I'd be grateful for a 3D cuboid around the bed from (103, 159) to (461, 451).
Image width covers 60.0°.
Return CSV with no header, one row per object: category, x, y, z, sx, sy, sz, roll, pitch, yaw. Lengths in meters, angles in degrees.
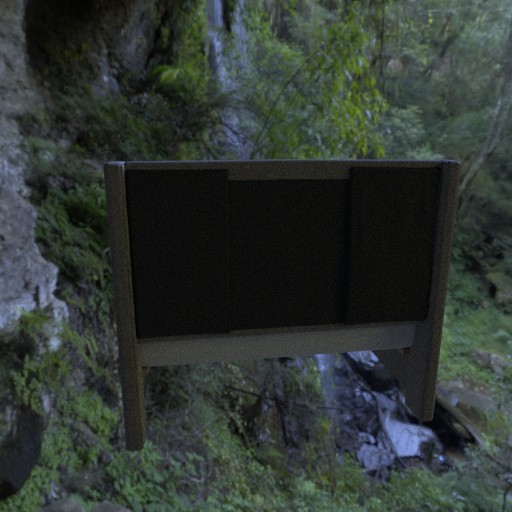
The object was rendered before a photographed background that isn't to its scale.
bed,0.000,0.000,3.311,1.714,1.476,2.245,-2,14,-9
